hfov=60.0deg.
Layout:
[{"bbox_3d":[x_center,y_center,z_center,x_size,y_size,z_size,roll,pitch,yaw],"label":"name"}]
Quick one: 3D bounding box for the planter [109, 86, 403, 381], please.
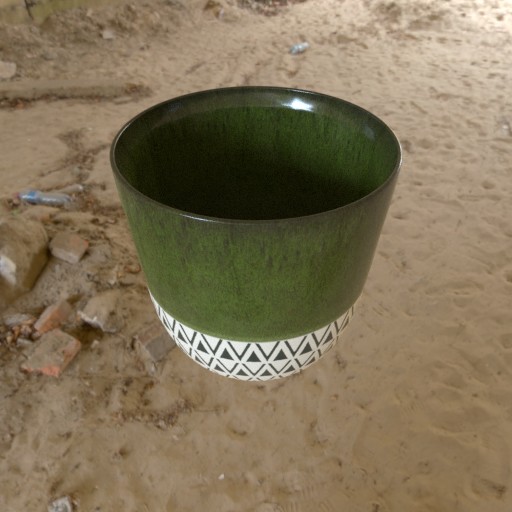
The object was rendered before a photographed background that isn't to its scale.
[{"bbox_3d":[0.000,0.000,0.469,0.245,0.270,0.245,0,41,0],"label":"planter"}]
